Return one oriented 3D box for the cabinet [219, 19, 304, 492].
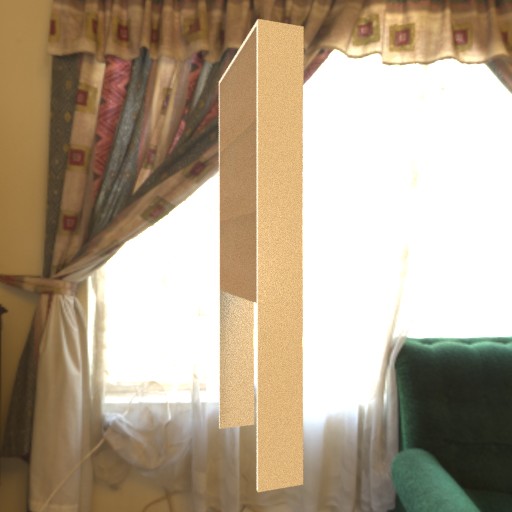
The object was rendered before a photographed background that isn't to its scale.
[{"bbox_3d":[0.000,0.000,1.992,0.192,1.770,0.643,0,1,-18],"label":"cabinet"}]
